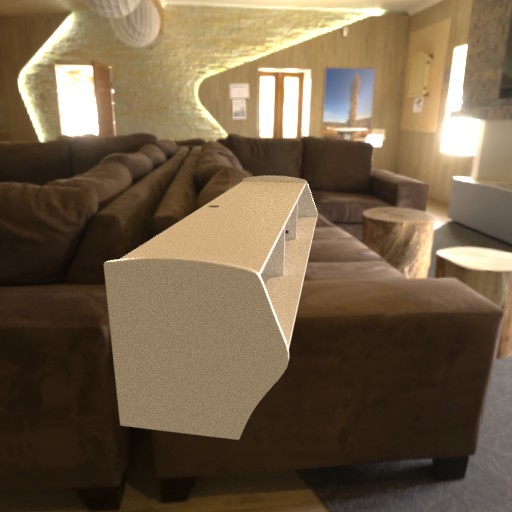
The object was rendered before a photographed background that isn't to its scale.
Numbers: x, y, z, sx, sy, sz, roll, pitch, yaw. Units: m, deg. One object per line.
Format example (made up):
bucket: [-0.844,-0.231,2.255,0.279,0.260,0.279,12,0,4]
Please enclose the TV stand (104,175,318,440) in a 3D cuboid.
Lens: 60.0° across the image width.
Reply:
TV stand: [0.000,0.000,1.653,0.397,0.424,1.473,3,17,10]
